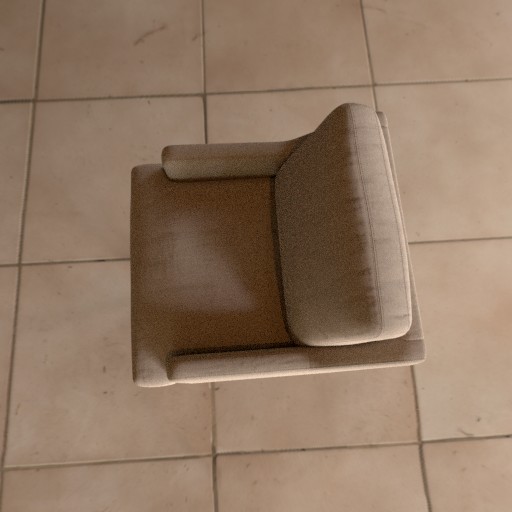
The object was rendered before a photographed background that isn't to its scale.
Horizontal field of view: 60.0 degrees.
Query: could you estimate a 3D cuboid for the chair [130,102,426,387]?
[{"bbox_3d":[0.000,0.000,1.706,1.001,0.916,0.912,-4,75,-1],"label":"chair"}]
